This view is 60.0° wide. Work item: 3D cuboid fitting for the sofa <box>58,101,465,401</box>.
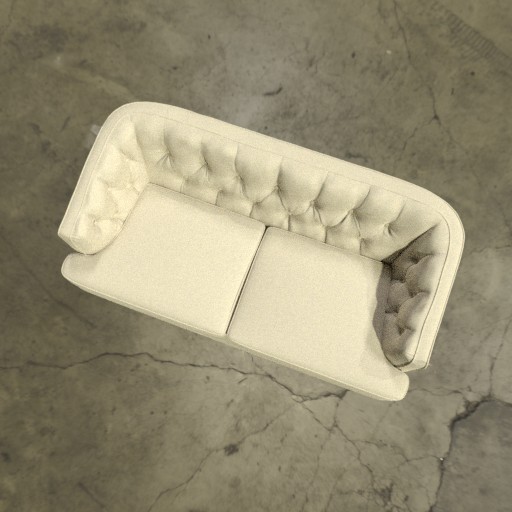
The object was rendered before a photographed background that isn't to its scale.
[{"bbox_3d":[0.000,0.000,2.248,1.733,0.855,0.941,19,76,5],"label":"sofa"}]
